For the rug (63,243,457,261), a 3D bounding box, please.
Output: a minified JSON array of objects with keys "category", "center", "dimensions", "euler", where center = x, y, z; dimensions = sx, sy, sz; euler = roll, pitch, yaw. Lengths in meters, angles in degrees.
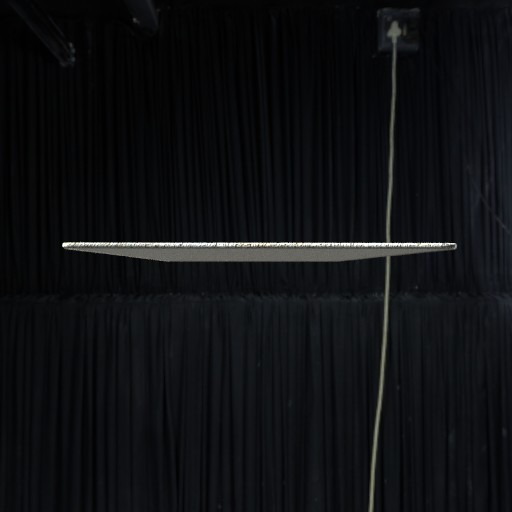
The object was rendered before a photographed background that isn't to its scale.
[{"category":"rug","center":[0.000,0.000,3.326],"dimensions":[1.798,0.025,2.698],"euler":[0,-2,-1]}]
